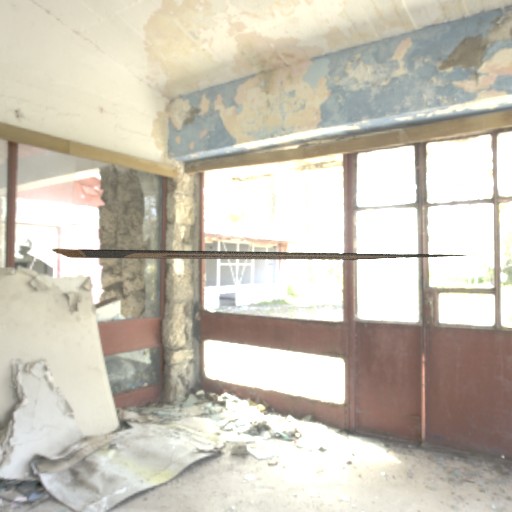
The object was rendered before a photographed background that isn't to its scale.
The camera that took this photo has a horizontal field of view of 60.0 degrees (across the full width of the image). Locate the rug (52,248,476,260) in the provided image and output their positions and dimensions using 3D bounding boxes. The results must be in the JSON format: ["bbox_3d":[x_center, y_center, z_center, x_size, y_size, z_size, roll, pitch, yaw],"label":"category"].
[{"bbox_3d":[0.000,0.000,1.915,1.541,0.013,0.920,1,-2,-19],"label":"rug"}]
